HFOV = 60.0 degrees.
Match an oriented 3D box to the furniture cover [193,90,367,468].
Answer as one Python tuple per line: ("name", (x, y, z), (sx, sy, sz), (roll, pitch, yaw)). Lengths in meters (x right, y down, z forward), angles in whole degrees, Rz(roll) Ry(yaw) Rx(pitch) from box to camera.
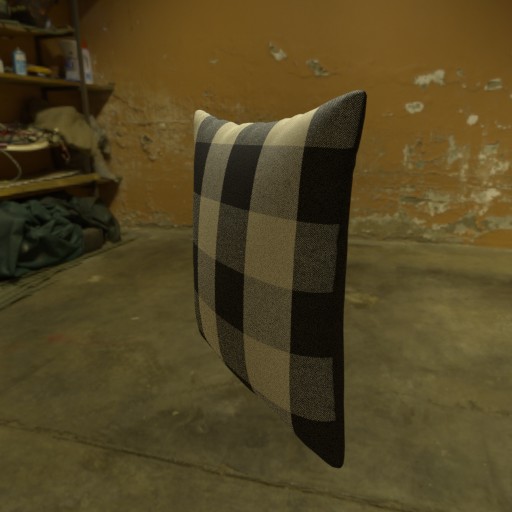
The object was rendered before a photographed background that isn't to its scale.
("furniture cover", (0.000, 0.000, 0.777), (0.161, 0.509, 0.511), (-8, 17, -27))
